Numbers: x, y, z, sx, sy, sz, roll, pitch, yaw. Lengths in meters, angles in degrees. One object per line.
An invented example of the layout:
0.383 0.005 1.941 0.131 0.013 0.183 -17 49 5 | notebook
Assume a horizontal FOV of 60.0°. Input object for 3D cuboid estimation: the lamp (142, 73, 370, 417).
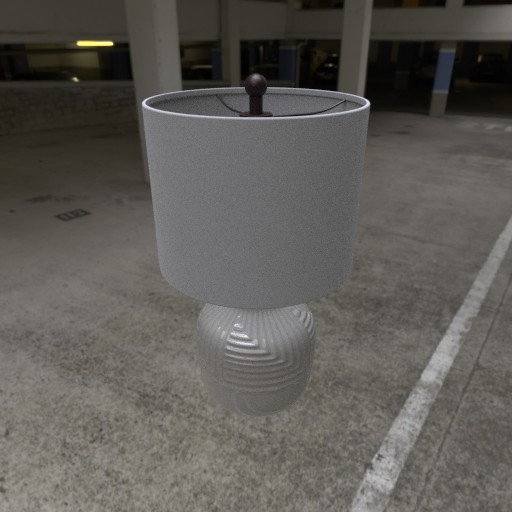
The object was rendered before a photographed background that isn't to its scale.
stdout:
0.000 0.000 0.743 0.318 0.567 0.318 0 27 0 | lamp
